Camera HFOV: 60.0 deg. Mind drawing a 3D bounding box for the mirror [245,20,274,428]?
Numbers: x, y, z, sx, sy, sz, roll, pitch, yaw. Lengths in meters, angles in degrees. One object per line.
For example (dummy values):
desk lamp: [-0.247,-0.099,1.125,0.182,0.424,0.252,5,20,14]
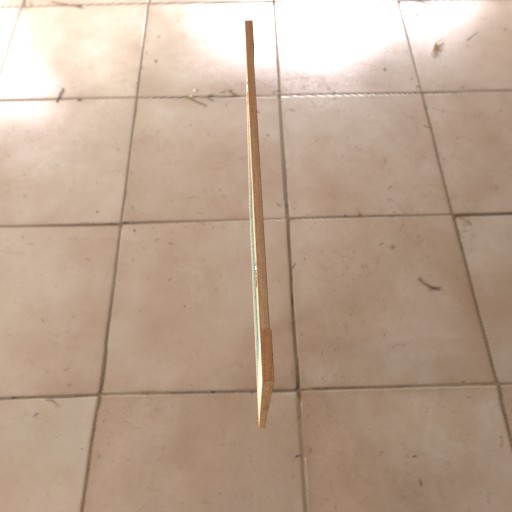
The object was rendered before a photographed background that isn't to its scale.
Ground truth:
mirror: [0.000,0.000,1.189,0.020,0.800,0.800,-2,64,-1]
